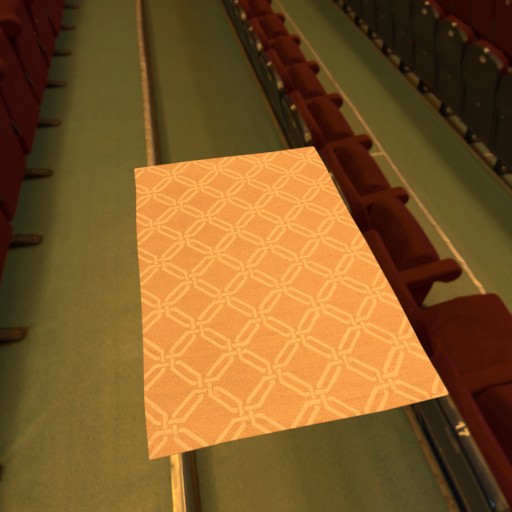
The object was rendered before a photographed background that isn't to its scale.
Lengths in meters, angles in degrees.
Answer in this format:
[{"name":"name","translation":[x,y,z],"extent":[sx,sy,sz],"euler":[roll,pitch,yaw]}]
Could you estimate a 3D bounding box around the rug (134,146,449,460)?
[{"name":"rug","translation":[0.000,0.000,2.191],"extent":[1.146,0.010,1.745],"euler":[-9,48,-8]}]
